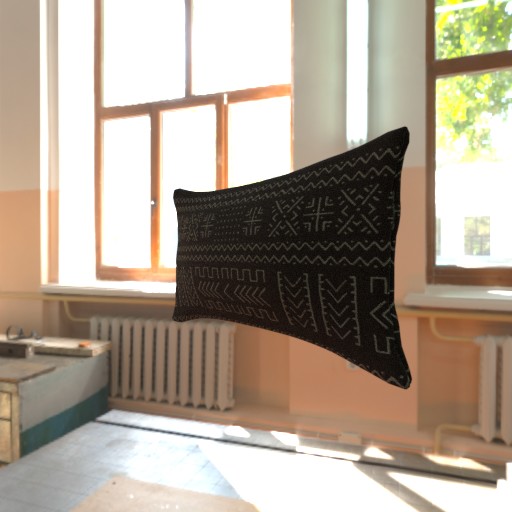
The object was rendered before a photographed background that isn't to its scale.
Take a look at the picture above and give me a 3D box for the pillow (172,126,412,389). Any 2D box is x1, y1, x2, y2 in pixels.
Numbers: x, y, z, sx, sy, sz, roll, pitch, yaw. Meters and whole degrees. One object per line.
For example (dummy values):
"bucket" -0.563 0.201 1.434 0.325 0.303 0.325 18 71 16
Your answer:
"pillow" 0.000 0.000 0.810 0.135 0.322 0.667 0 0 -35
